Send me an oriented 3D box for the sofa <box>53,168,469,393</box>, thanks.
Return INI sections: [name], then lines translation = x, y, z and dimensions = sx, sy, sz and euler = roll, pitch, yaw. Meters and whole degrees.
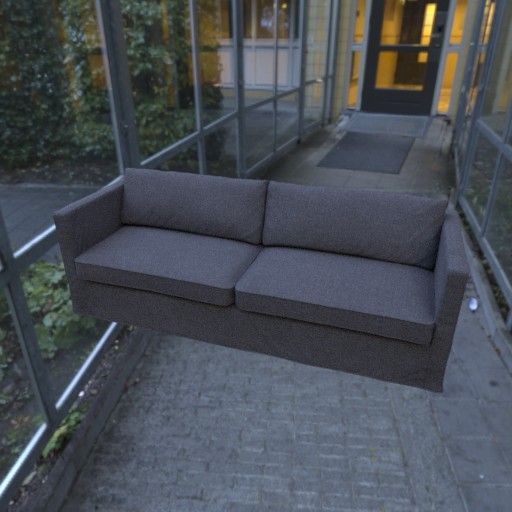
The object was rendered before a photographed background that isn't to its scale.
[sofa]
translation = 0.000, 0.000, 3.315
dimensions = 2.779, 0.998, 1.036
euler = 9, 28, 17
